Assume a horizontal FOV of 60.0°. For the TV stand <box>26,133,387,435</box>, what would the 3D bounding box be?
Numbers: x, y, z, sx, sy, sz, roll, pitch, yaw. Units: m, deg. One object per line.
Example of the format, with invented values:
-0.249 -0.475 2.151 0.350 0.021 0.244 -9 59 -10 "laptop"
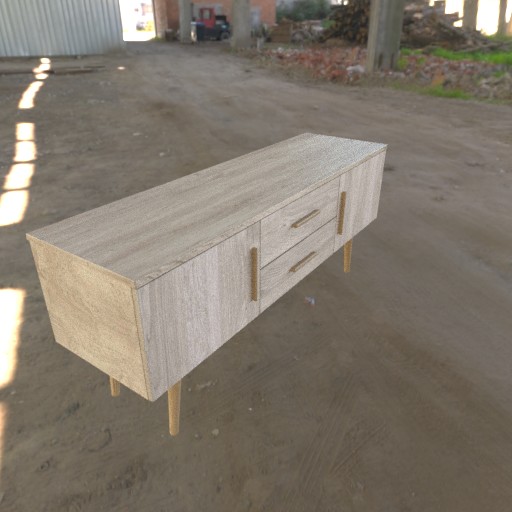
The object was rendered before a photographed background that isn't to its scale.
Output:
0.000 0.000 1.541 0.401 0.565 1.313 18 33 31 "TV stand"
